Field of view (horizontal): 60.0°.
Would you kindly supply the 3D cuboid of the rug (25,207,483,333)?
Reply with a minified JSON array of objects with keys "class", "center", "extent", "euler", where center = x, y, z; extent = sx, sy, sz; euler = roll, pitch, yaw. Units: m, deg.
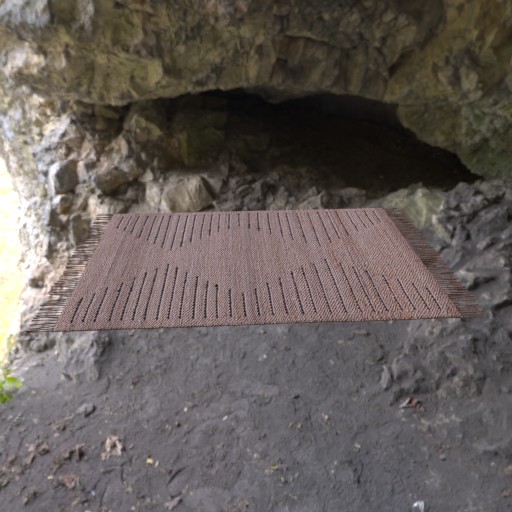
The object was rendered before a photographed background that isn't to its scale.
[{"class":"rug","center":[0.000,0.000,2.493],"extent":[2.085,0.027,1.224],"euler":[-2,30,-3]}]
